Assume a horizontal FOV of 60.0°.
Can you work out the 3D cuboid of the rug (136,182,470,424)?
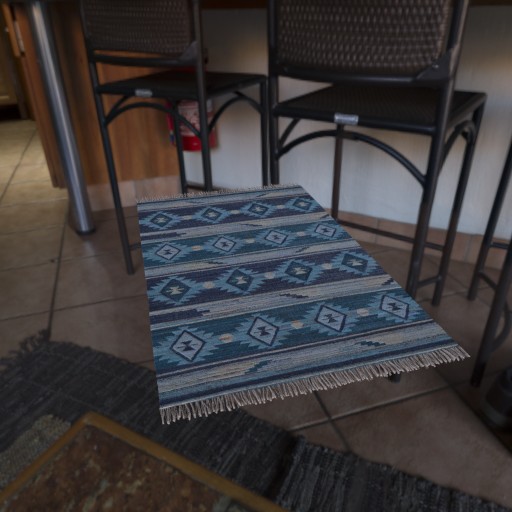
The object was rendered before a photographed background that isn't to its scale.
[{"bbox_3d":[0.000,0.000,2.373,1.181,0.028,1.936,-8,31,-13],"label":"rug"}]
